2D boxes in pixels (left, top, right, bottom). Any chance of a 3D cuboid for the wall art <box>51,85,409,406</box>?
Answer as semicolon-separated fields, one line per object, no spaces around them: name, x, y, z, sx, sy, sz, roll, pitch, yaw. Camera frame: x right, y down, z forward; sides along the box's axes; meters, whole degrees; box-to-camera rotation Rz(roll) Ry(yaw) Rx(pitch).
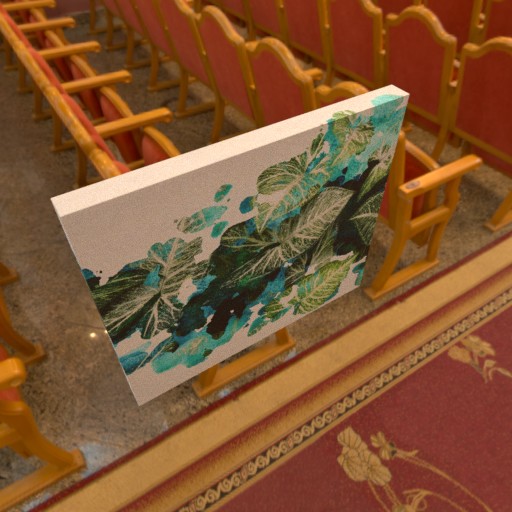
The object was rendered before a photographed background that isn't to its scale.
wall art;0.000;0.000;0.721;0.507;0.435;0.041;-25;51;-22
